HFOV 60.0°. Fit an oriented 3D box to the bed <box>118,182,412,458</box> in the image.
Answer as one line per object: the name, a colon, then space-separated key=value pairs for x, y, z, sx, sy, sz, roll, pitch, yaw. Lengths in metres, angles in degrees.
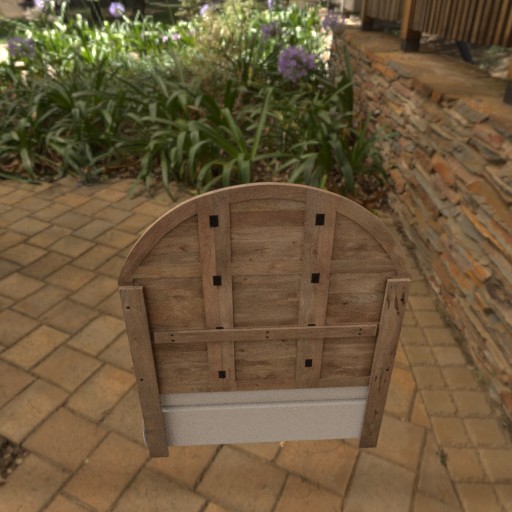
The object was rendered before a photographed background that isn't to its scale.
bed: x=0.000 y=0.000 z=3.546 sx=1.713 sy=2.002 sz=2.112 roll=-1 pitch=30 yaw=-3
